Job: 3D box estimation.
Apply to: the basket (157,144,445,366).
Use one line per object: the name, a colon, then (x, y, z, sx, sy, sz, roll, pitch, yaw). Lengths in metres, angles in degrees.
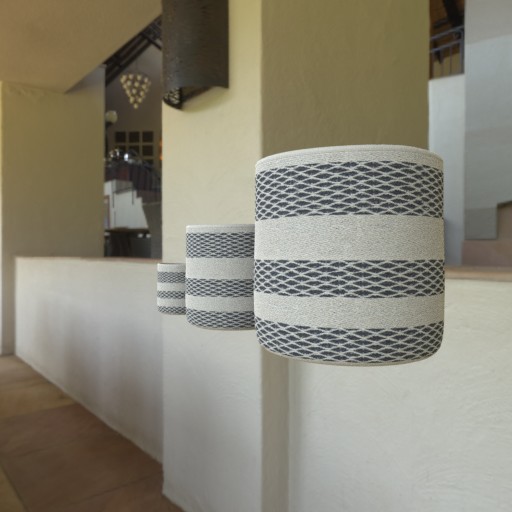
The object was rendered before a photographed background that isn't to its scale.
basket: (0.000, 0.000, 1.078, 0.351, 0.356, 0.917, 0, 0, -37)
